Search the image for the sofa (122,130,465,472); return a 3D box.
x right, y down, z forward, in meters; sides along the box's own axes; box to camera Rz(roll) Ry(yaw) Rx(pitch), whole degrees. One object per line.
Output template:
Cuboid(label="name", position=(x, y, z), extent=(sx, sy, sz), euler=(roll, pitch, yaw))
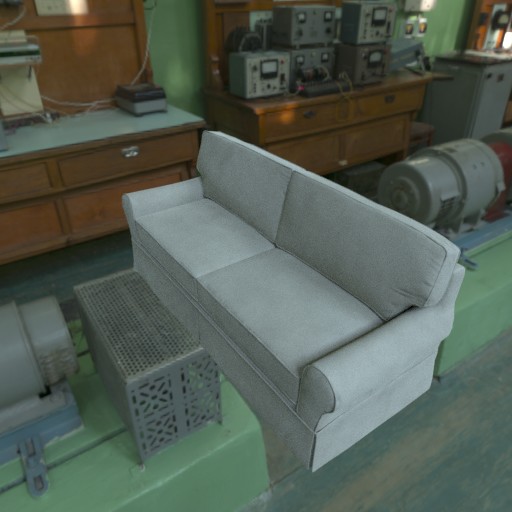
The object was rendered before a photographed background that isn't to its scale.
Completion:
Cuboid(label="sofa", position=(0.000, 0.000, 2.714), extent=(0.900, 1.014, 2.246), euler=(-21, 38, -29))
